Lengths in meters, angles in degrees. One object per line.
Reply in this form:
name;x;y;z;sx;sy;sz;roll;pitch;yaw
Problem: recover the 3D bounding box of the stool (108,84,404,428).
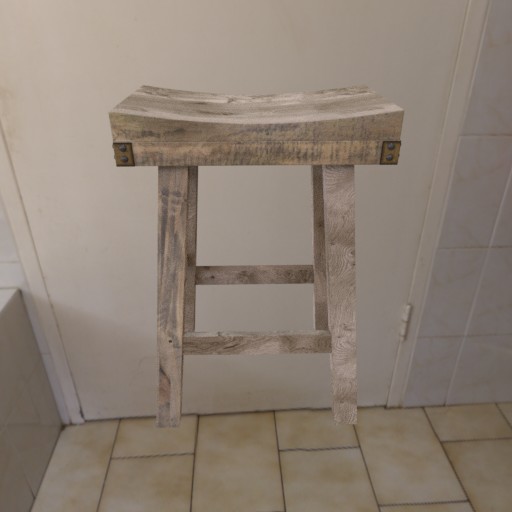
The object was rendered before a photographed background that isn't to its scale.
stool;0.000;0.000;0.922;0.450;0.635;0.330;-1;29;-1
